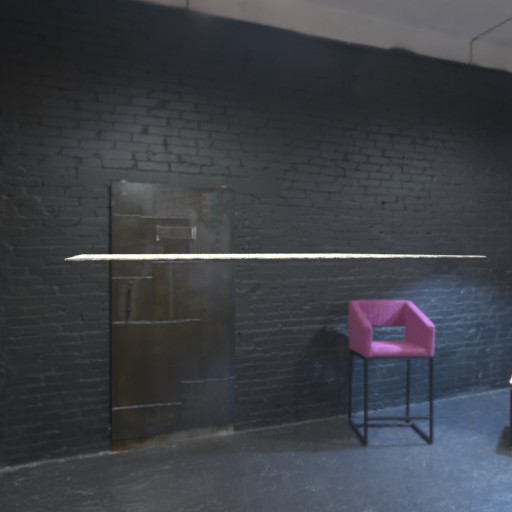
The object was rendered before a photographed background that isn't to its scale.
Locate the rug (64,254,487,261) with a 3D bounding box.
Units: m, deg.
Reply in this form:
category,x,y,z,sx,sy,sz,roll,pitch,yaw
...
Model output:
category,x,y,z,sx,sy,sz,roll,pitch,yaw
rug,0.000,0.000,2.979,2.261,0.013,1.676,0,1,-19
